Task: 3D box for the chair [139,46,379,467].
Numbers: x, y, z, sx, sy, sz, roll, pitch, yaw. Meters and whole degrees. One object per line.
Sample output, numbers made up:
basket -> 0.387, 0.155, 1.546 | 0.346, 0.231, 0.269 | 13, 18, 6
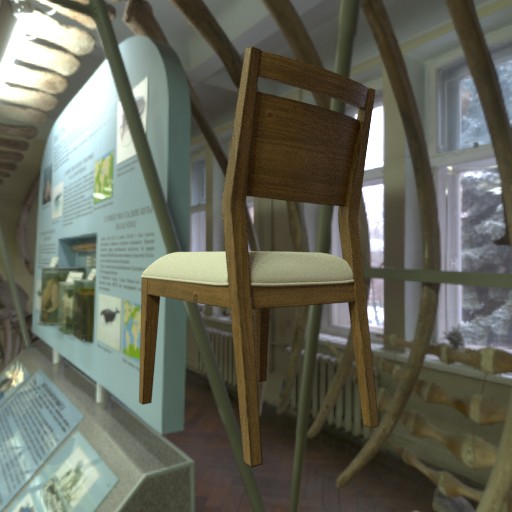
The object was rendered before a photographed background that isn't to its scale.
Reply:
chair -> 0.000, 0.000, 1.332 | 0.497, 0.939, 0.610 | 1, -1, -36
